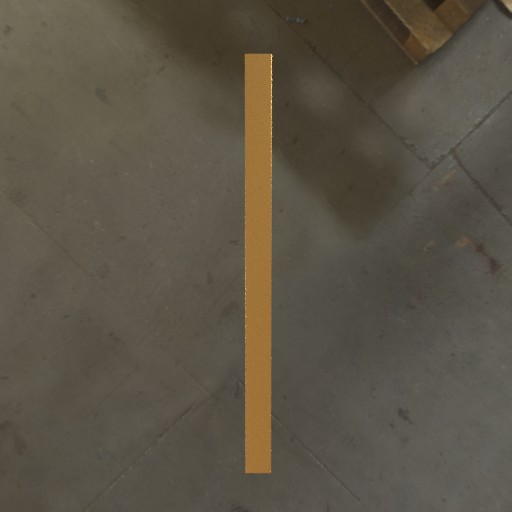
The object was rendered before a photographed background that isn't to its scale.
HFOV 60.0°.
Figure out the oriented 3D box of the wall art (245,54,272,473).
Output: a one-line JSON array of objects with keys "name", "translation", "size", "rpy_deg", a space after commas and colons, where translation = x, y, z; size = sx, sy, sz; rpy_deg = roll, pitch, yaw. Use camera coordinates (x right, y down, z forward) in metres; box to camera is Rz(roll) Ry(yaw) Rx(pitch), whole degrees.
[{"name": "wall art", "translation": [0.000, 0.000, 1.048], "size": [0.038, 0.812, 0.610], "rpy_deg": [0, 92, 0]}]
